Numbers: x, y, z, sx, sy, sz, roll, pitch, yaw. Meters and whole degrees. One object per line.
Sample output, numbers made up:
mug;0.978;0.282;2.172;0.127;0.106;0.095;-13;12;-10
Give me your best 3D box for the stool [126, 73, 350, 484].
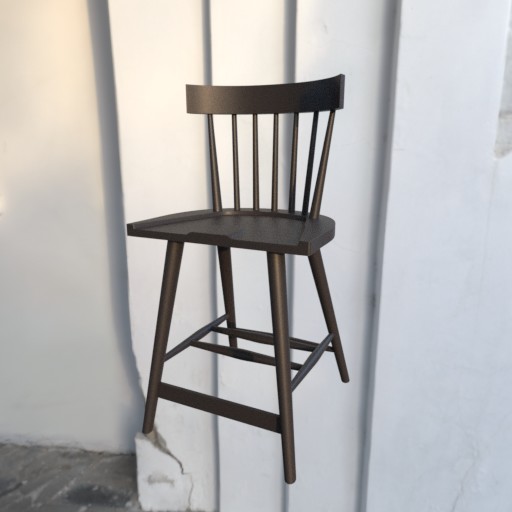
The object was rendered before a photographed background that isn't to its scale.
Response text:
stool;0.000;0.000;1.274;0.494;0.953;0.549;7;16;25
